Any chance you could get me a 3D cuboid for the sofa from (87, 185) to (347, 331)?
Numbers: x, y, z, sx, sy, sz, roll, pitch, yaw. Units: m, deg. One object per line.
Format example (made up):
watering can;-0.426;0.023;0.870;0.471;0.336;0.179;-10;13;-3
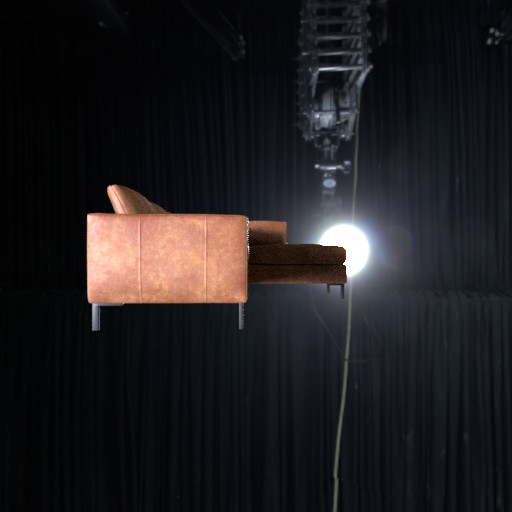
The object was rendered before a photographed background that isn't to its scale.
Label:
sofa;0.000;0.000;3.947;1.938;0.877;2.984;0;-1;-1
